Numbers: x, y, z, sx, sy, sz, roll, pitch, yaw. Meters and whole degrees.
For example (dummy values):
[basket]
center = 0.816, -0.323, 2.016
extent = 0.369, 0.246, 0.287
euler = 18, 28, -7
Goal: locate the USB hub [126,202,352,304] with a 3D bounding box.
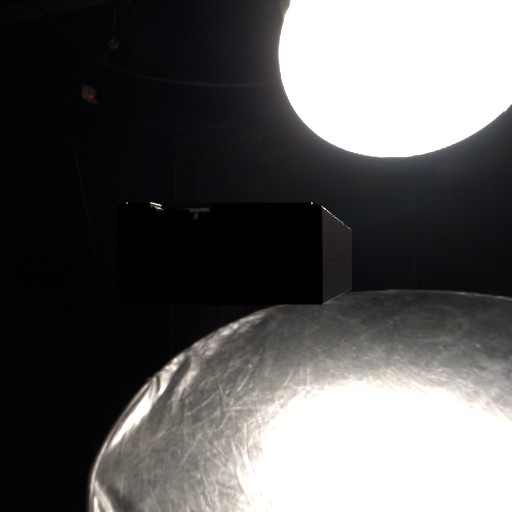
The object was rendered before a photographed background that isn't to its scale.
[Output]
[USB hub]
center = 0.000, 0.000, 0.126
extent = 0.044, 0.023, 0.110
euler = 0, -1, 17
